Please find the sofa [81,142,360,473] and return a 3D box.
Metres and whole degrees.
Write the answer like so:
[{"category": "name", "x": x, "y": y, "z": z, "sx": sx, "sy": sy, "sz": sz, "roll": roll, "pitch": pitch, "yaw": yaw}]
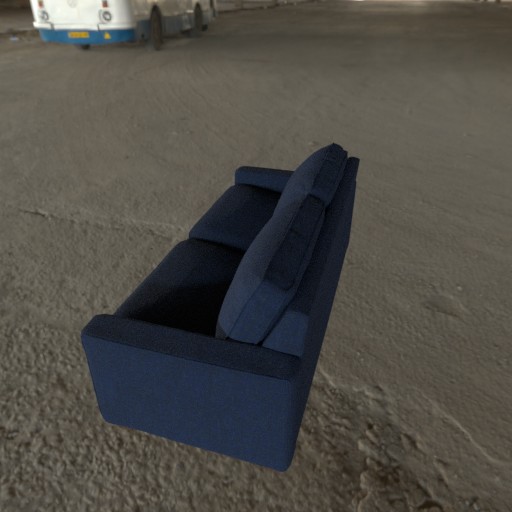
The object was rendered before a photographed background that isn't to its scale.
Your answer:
[{"category": "sofa", "x": 0.000, "y": 0.000, "z": 2.597, "sx": 0.940, "sy": 0.919, "sz": 2.080, "roll": 9, "pitch": 33, "yaw": 15}]
